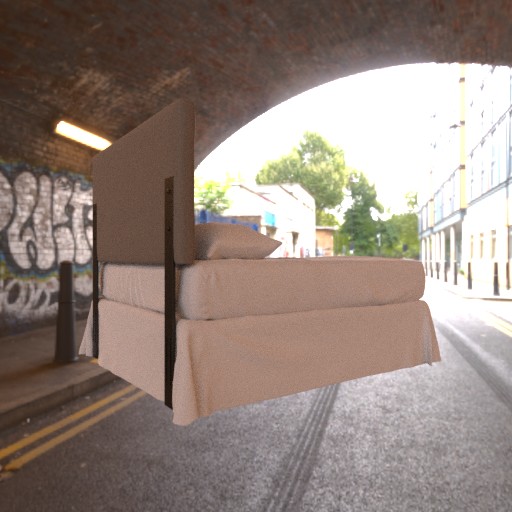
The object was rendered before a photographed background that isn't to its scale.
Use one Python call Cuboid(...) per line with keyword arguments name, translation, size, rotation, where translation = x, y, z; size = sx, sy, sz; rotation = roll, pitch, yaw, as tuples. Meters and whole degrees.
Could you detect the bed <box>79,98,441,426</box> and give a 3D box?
Cuboid(name="bed", translation=(0.000, 0.000, 3.440), size=(2.222, 1.577, 1.936), rotation=(0, 0, -35))
